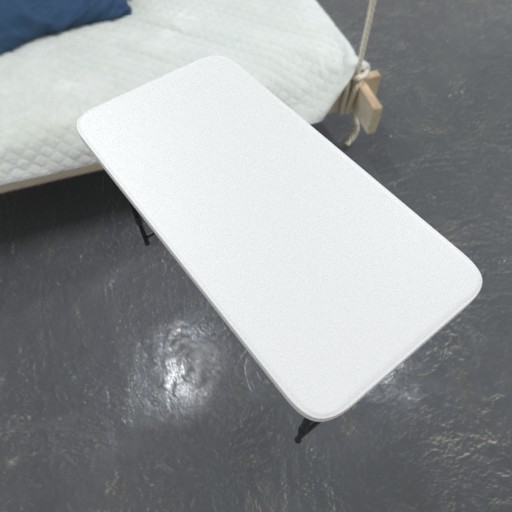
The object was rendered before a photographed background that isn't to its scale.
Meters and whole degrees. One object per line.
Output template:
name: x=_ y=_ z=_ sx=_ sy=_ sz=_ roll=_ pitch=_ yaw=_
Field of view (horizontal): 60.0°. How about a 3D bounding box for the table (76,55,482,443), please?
table: x=0.000 y=0.000 z=1.600 sx=0.610 sy=0.737 sz=1.219 roll=-33 pitch=64 yaw=-19
